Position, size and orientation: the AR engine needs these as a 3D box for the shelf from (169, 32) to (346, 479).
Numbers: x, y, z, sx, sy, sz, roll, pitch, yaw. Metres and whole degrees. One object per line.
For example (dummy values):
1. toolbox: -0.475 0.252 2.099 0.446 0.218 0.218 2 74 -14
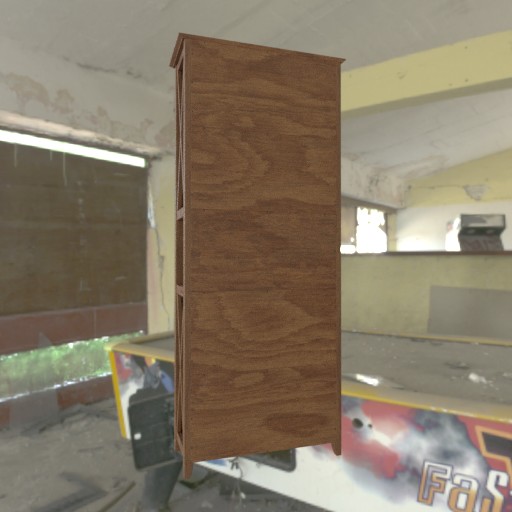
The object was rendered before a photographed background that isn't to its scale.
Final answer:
1. shelf: 0.000 0.000 2.168 0.805 1.905 0.335 0 -1 -18
